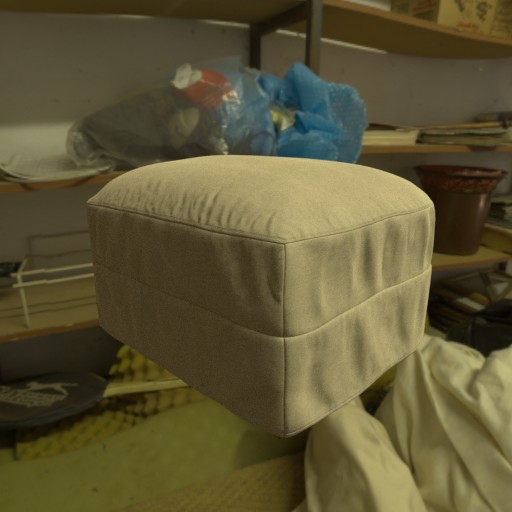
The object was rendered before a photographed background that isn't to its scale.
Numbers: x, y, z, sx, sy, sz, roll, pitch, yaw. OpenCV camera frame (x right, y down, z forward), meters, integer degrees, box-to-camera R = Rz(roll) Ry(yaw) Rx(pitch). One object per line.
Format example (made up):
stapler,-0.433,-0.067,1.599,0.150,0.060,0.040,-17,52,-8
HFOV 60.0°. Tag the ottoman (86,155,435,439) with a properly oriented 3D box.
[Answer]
ottoman,0.000,0.000,1.096,0.712,0.480,0.584,16,24,42
